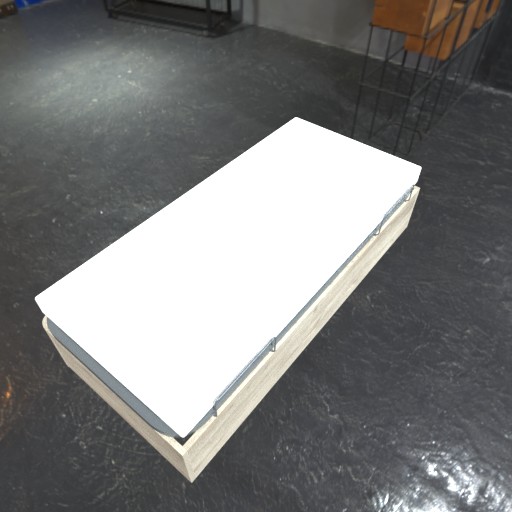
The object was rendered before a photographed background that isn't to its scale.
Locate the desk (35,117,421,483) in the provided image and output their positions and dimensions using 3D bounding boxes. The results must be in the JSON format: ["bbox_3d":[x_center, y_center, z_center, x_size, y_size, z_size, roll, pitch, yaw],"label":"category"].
[{"bbox_3d":[0.000,0.000,2.275,0.900,0.455,1.900,31,54,25],"label":"desk"}]
